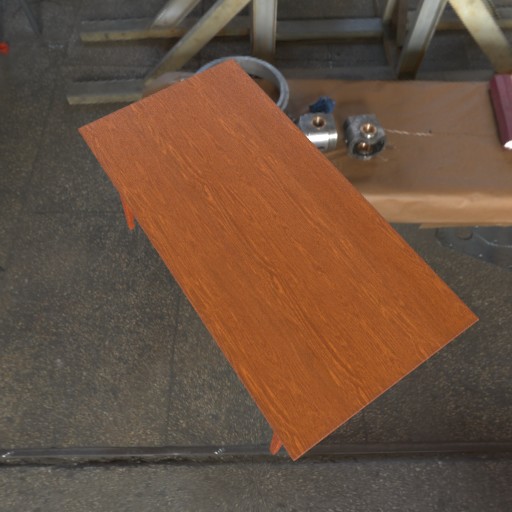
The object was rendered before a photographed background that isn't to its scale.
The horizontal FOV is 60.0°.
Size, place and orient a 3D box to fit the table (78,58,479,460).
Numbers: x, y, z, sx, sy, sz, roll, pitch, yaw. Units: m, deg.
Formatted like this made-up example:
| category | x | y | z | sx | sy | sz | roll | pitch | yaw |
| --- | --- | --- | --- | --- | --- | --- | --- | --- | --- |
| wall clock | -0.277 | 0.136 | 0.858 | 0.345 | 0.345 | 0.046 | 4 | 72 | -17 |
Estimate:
| category | x | y | z | sx | sy | sz | roll | pitch | yaw |
| --- | --- | --- | --- | --- | --- | --- | --- | --- | --- |
| table | 0.000 | 0.000 | 2.092 | 0.811 | 0.755 | 1.609 | -31 | 67 | -15 |
